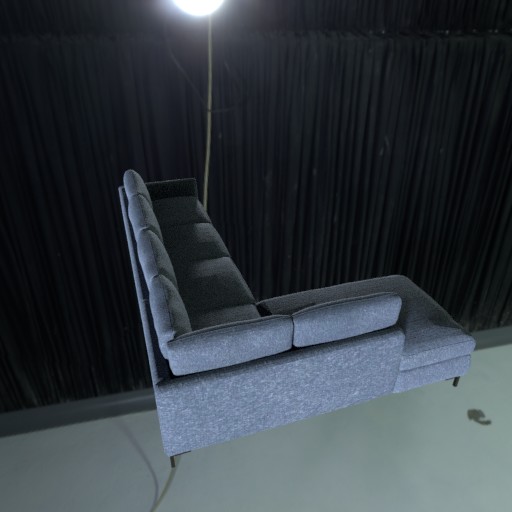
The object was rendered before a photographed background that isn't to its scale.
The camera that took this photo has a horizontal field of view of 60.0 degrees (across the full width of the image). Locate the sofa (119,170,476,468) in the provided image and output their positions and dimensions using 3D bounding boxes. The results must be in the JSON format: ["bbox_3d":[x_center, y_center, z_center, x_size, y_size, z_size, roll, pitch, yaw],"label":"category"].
[{"bbox_3d":[0.000,0.000,3.720,2.007,0.815,2.949,-10,32,-16],"label":"sofa"}]
